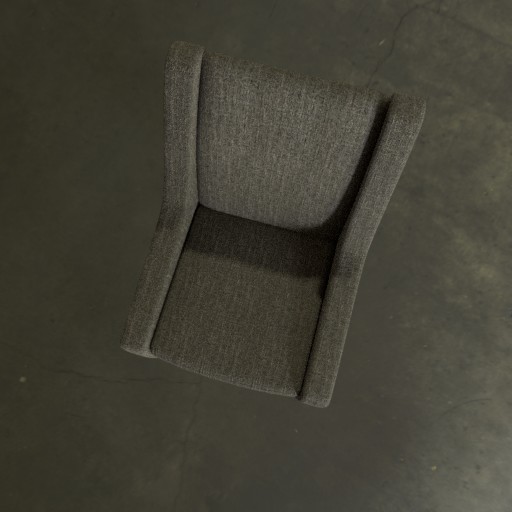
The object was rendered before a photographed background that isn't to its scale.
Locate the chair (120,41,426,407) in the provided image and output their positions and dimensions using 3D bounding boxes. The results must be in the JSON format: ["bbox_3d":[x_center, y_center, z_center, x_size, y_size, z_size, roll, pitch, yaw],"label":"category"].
[{"bbox_3d":[0.000,0.000,1.670,0.793,1.012,0.944,15,75,4],"label":"chair"}]
